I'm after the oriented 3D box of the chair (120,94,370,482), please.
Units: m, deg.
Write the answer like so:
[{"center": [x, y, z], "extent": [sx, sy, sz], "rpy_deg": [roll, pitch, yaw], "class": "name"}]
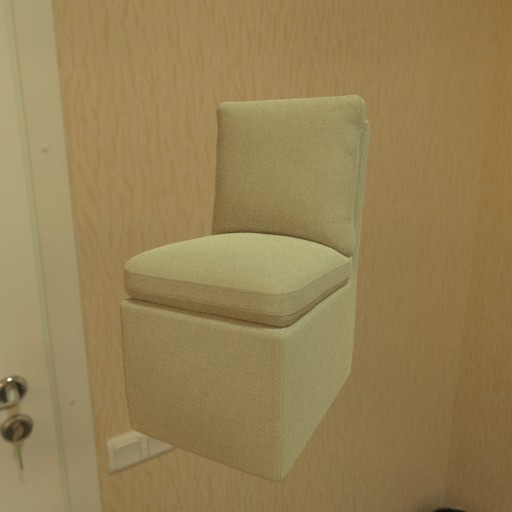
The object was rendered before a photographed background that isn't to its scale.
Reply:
[{"center": [0.000, 0.000, 1.322], "extent": [0.503, 0.927, 0.698], "rpy_deg": [7, 15, 27], "class": "chair"}]
